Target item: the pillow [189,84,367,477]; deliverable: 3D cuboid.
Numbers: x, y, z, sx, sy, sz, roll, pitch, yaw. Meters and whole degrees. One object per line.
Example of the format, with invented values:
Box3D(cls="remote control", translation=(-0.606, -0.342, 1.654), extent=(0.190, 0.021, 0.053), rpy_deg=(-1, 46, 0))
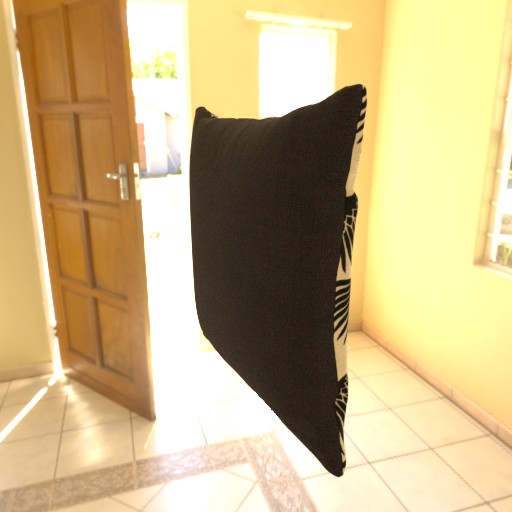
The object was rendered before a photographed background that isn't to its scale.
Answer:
Box3D(cls="pillow", translation=(0.000, 0.000, 0.644), extent=(0.139, 0.432, 0.432), rpy_deg=(-8, 17, -26))
